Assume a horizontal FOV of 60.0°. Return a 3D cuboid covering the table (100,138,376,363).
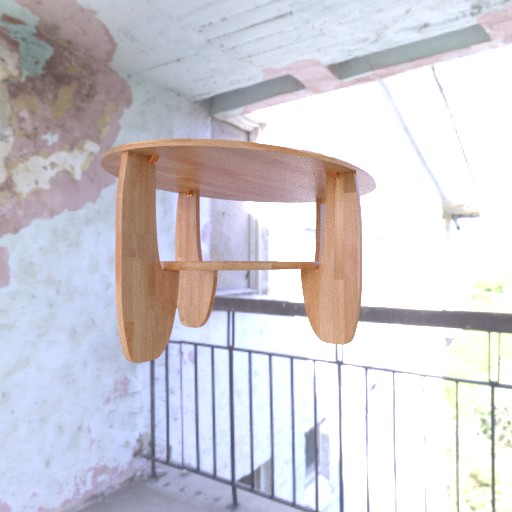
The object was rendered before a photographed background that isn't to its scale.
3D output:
[{"bbox_3d":[0.000,0.000,1.386,0.690,0.490,1.040,0,-1,35],"label":"table"}]
